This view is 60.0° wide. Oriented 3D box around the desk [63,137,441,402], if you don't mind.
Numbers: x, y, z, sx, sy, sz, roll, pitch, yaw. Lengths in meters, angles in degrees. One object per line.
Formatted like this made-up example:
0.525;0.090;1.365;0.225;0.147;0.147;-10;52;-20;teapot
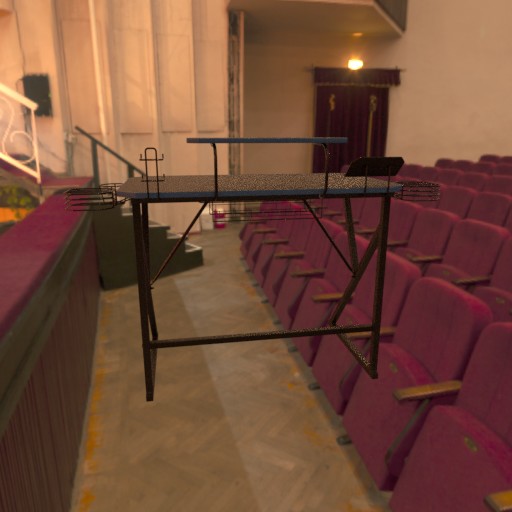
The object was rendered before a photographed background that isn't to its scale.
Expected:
0.000;0.000;1.757;1.295;0.909;0.594;-3;16;-10;desk
